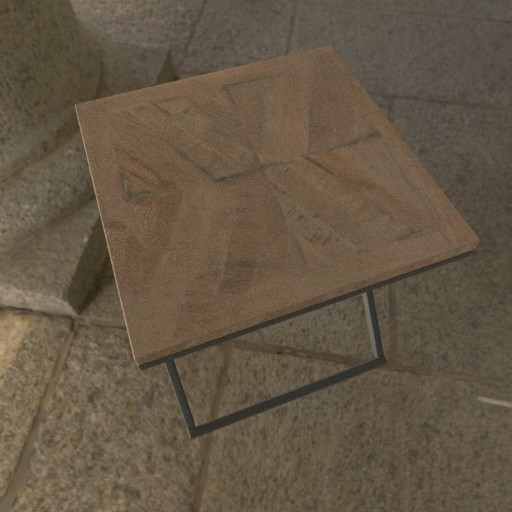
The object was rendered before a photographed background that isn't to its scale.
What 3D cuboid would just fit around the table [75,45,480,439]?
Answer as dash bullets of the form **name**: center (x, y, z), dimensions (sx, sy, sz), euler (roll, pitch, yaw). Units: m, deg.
- **table**: center (0.000, 0.000, 0.936), dimensions (0.499, 0.550, 0.498), euler (-18, 60, -11)
